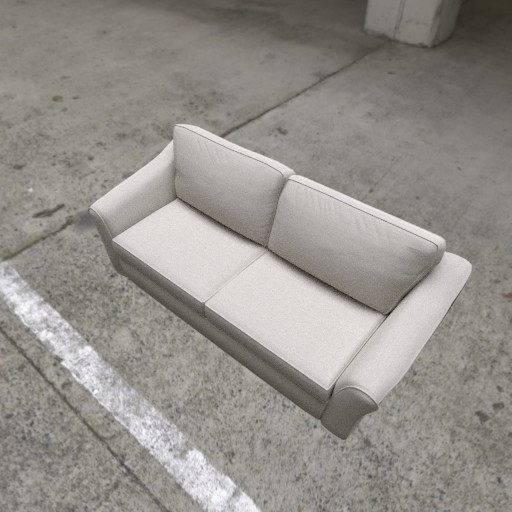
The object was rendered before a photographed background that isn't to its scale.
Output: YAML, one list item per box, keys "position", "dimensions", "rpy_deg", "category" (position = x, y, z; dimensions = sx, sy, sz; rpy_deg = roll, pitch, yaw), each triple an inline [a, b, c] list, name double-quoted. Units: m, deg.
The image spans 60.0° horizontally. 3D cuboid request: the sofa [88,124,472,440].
- position: [0.000, 0.000, 2.820]
  dimensions: [2.270, 0.965, 0.980]
  rpy_deg: [30, 52, 27]
  category: "sofa"
